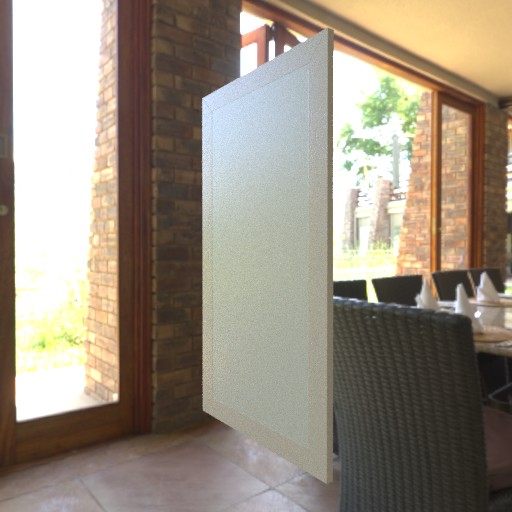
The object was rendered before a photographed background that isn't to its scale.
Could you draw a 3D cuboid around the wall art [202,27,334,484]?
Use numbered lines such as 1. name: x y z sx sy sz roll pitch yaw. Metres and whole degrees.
1. wall art: 0.000 0.000 0.820 0.013 0.683 0.380 -1 1 -36
